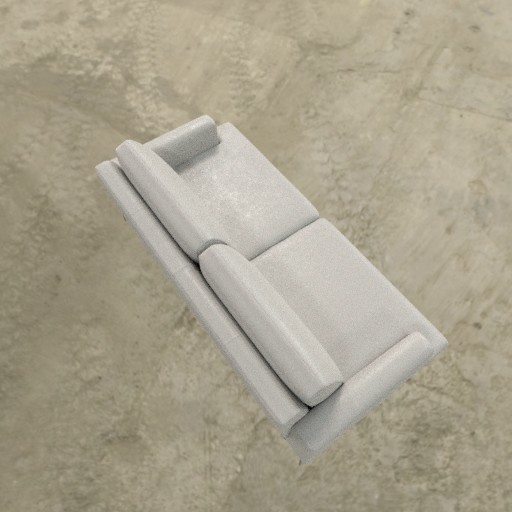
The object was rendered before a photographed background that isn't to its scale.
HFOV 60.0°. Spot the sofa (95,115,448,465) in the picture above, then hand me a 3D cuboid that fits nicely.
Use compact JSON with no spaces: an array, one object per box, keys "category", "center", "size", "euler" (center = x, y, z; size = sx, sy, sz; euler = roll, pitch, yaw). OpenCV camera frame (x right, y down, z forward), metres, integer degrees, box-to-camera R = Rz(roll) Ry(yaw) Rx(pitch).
[{"category":"sofa","center":[0.000,0.000,2.420],"size":[0.974,0.765,1.940],"euler":[-32,64,-18]}]
